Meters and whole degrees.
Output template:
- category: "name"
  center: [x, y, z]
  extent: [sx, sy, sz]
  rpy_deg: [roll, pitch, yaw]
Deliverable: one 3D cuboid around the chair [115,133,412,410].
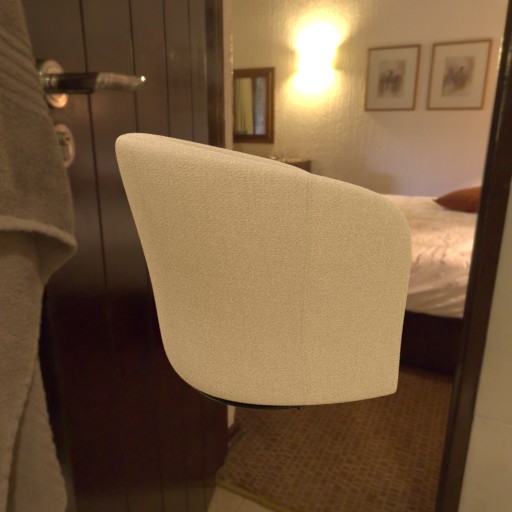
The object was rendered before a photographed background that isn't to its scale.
- category: "chair"
  center: [0.000, 0.000, 1.441]
  extent: [0.815, 0.771, 0.791]
  rpy_deg: [-3, 16, -9]
